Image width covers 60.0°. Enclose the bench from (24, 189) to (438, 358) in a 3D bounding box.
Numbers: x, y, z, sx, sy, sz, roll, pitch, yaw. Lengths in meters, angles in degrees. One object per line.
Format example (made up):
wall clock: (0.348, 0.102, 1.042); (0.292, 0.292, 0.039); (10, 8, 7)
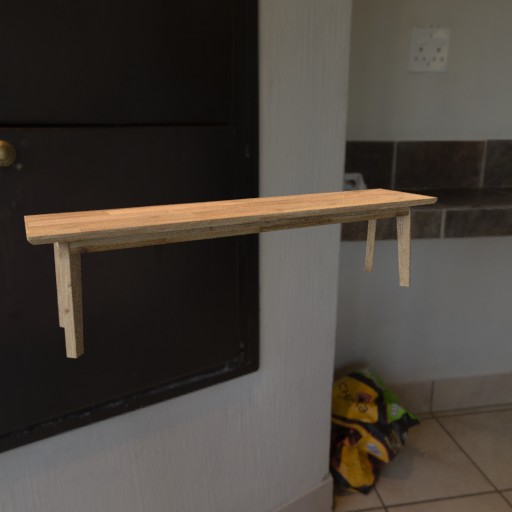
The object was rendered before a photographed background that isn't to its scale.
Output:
bench: (0.000, 0.000, 1.884); (1.698, 0.431, 0.378); (-8, 18, -27)
